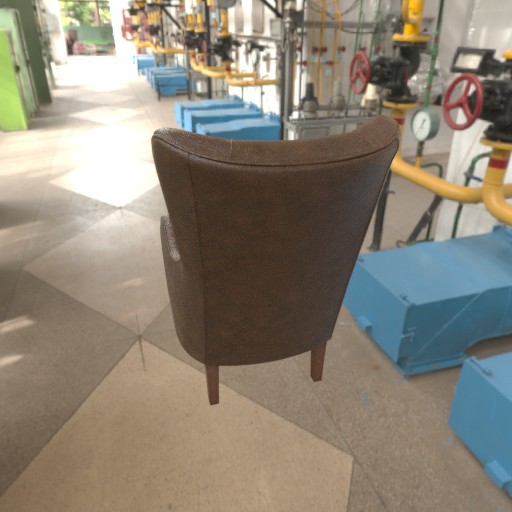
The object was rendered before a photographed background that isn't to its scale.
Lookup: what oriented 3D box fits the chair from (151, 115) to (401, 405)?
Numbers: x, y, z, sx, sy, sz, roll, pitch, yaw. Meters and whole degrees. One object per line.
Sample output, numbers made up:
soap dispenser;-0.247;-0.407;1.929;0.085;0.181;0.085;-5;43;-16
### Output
chair;0.000;0.000;1.628;0.692;1.048;0.914;-8;28;-15
